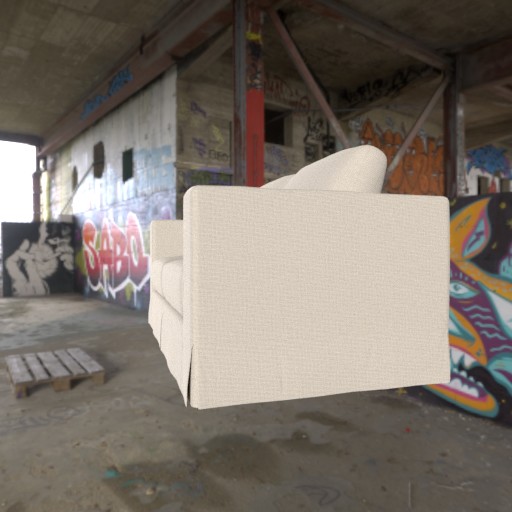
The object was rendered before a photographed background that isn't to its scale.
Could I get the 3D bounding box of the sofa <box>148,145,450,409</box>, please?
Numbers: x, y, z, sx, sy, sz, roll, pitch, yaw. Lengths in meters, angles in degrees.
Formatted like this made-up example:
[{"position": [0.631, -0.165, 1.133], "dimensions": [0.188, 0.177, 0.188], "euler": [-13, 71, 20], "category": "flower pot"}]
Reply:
[{"position": [0.000, 0.000, 2.372], "dimensions": [1.009, 0.932, 1.813], "euler": [0, 1, -17], "category": "sofa"}]
